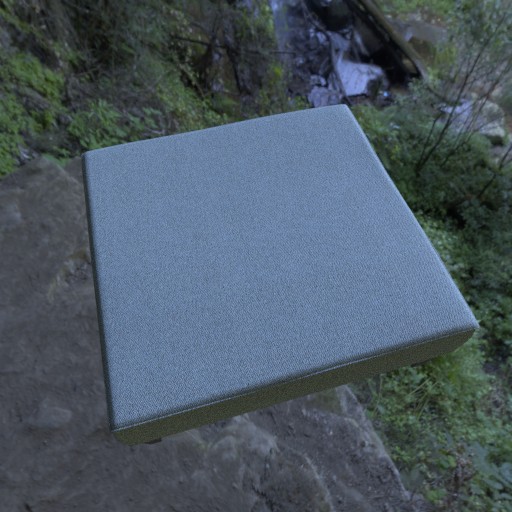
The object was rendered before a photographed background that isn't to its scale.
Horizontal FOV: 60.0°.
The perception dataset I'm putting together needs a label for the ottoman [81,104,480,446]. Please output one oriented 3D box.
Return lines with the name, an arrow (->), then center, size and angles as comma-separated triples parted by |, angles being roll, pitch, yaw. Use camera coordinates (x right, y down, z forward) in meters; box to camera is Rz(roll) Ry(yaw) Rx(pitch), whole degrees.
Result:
ottoman -> 0.000, 0.000, 1.496 | 1.004, 0.379, 0.968 | -13, 58, -9
